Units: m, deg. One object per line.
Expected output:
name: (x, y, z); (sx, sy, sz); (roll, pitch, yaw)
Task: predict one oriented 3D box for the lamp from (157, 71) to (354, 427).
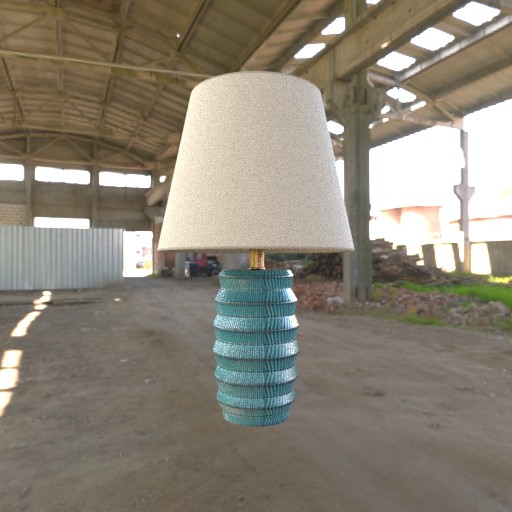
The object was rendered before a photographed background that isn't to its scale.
lamp: (0.000, 0.000, 0.816); (0.355, 0.582, 0.355); (0, -1, 0)
